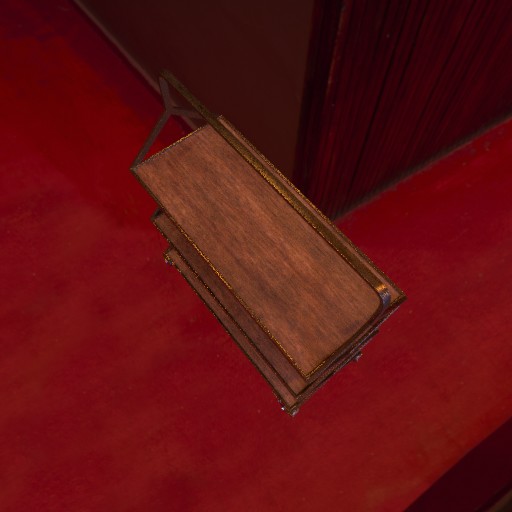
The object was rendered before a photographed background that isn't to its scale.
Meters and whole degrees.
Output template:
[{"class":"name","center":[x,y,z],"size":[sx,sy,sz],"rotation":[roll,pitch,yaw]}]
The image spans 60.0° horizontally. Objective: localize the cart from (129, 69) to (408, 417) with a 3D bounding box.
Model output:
[{"class":"cart","center":[0.000,0.000,1.200],"size":[0.313,0.805,0.723],"rotation":[-36,69,-16]}]
